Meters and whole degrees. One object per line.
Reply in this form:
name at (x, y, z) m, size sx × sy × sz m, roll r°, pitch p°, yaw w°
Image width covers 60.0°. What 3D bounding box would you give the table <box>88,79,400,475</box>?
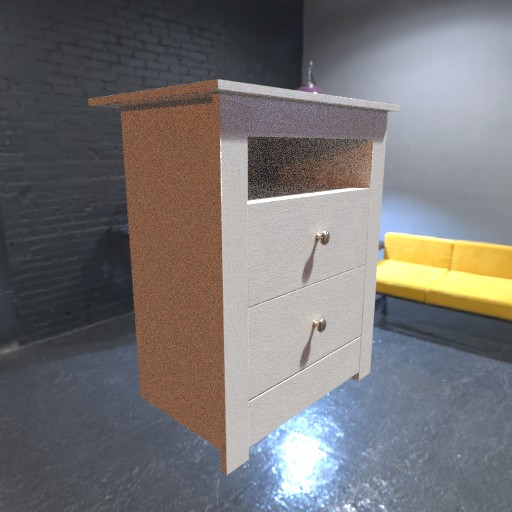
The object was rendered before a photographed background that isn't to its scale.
table at (0.000, 0.000, 1.081) m, size 0.406 × 0.711 × 0.589 m, roll 13°, pitch 19°, yaw 42°
